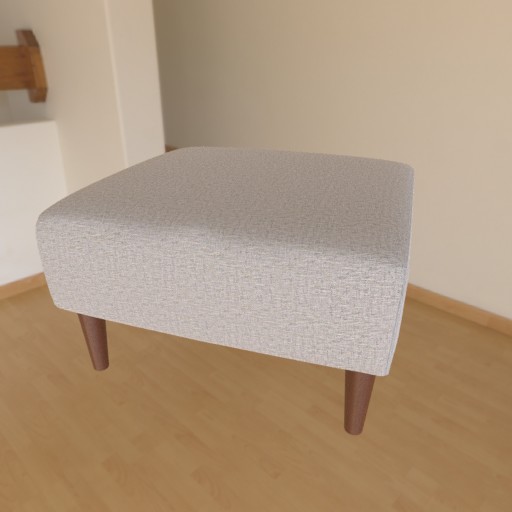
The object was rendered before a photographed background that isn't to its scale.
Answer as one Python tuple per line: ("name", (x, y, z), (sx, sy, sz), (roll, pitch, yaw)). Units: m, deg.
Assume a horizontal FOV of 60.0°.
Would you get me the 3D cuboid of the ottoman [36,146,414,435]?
("ottoman", (0.000, 0.000, 1.032), (0.655, 0.399, 0.648), (8, 27, 17))
